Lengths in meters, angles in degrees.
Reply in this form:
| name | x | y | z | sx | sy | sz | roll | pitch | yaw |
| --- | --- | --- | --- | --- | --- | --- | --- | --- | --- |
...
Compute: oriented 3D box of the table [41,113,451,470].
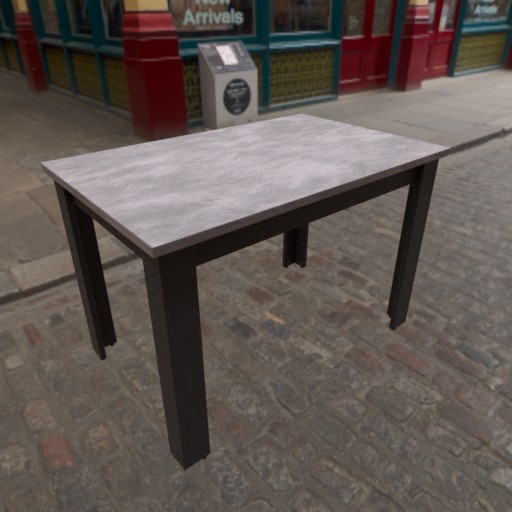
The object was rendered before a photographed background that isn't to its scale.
| name | x | y | z | sx | sy | sz | roll | pitch | yaw |
| --- | --- | --- | --- | --- | --- | --- | --- | --- | --- |
| table | 0.000 | 0.000 | 1.579 | 1.100 | 0.734 | 0.700 | -22 | 36 | -34 |
